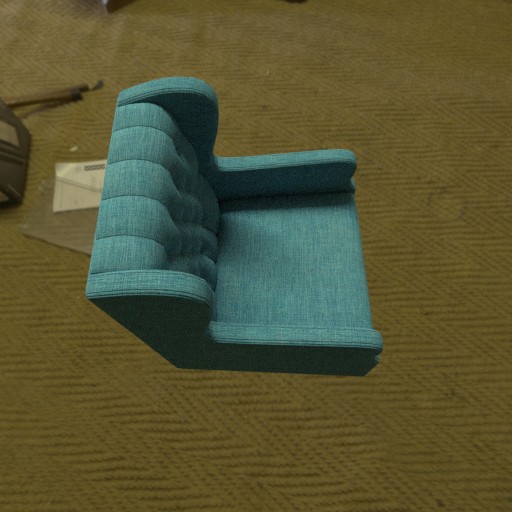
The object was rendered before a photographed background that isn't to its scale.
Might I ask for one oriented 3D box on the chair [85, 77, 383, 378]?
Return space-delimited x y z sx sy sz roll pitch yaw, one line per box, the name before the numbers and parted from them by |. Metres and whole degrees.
chair | 0.000 0.000 1.498 0.775 0.952 0.711 -1 64 0
